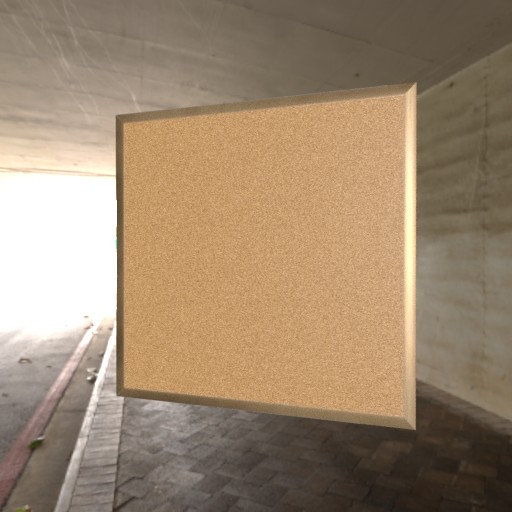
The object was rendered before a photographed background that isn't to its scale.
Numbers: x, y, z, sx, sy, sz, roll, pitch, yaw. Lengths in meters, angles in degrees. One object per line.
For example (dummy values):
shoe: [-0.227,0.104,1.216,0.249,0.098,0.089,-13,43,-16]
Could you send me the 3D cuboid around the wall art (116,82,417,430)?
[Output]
wall art: [0.000,0.000,0.450,0.305,0.303,0.038,0,0,17]
